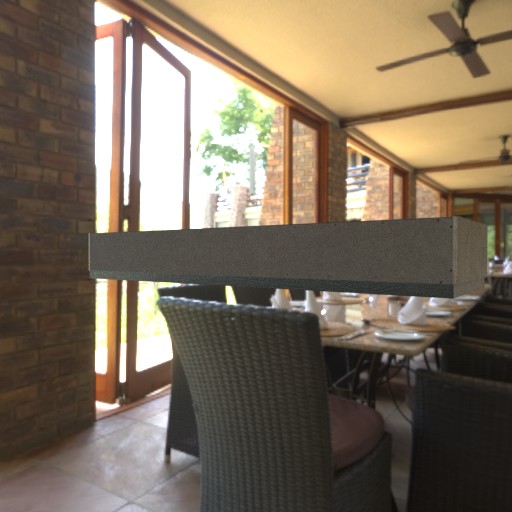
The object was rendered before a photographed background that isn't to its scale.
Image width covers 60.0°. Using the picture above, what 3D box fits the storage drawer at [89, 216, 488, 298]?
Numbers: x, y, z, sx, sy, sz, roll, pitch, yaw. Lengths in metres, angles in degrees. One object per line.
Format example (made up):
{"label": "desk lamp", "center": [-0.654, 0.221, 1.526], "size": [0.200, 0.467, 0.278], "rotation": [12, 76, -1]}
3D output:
{"label": "storage drawer", "center": [0.000, 0.000, 2.308], "size": [2.072, 0.274, 0.591], "rotation": [0, 0, 36]}
